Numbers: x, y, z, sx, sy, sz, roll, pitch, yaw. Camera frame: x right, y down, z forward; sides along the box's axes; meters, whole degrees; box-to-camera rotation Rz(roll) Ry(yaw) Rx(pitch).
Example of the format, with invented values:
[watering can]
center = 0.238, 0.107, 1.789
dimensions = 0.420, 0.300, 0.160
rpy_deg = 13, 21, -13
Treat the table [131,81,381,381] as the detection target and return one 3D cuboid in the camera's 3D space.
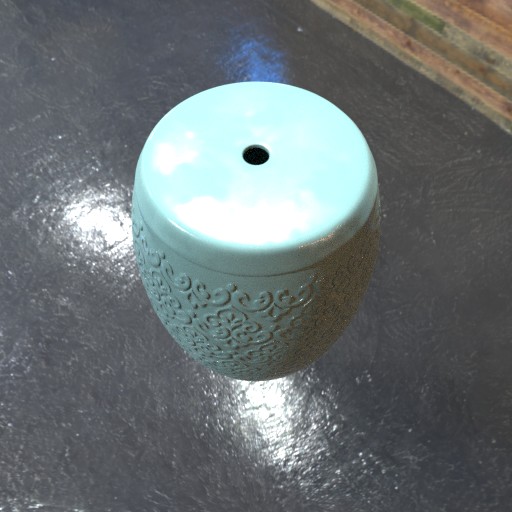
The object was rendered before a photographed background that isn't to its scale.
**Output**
[table]
center = 0.000, 0.000, 0.614
dimensions = 0.309, 0.397, 0.309
rpy_deg = 0, 59, 0
